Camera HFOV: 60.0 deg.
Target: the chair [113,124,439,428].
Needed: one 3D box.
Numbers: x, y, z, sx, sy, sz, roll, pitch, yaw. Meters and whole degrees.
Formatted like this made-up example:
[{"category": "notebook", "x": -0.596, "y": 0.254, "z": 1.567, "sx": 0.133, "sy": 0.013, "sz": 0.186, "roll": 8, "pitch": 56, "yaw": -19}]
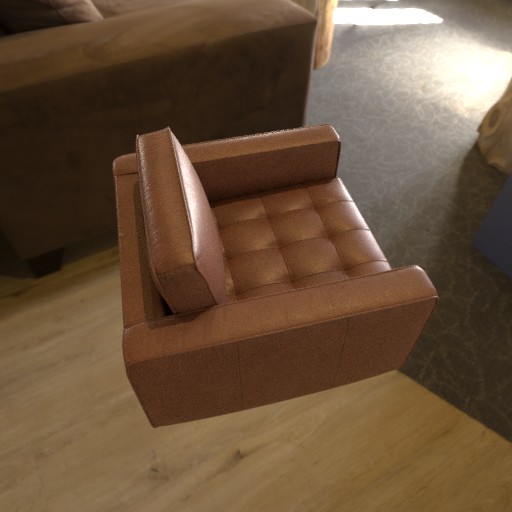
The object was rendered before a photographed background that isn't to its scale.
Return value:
[{"category": "chair", "x": 0.000, "y": 0.000, "z": 1.576, "sx": 0.900, "sy": 0.770, "sz": 0.920, "roll": -11, "pitch": 50, "yaw": -9}]
